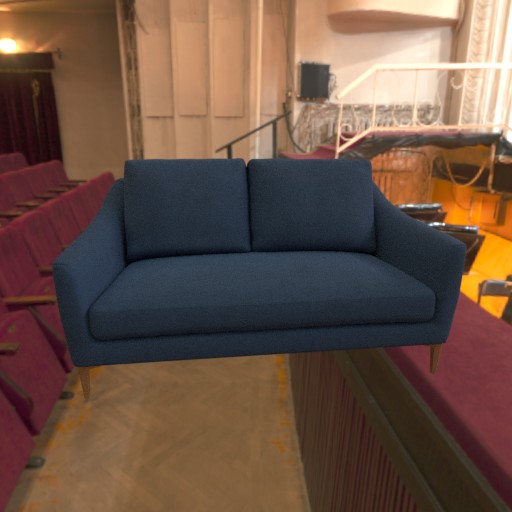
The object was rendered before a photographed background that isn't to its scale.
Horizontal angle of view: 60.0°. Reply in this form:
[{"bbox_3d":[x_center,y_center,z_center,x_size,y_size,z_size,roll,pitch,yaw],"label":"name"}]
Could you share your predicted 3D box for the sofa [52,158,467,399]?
[{"bbox_3d":[0.000,0.000,2.172,1.619,0.902,0.960,-2,17,-7],"label":"sofa"}]
